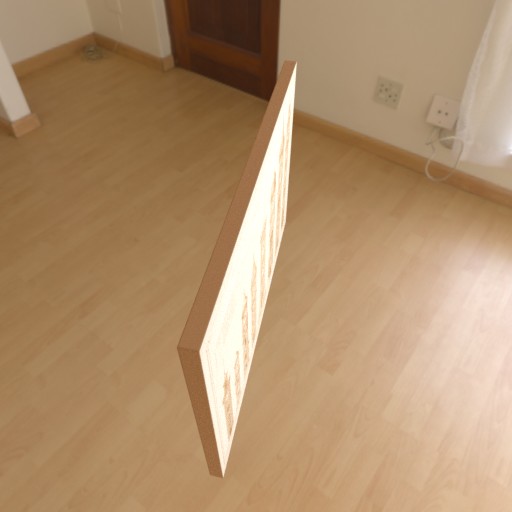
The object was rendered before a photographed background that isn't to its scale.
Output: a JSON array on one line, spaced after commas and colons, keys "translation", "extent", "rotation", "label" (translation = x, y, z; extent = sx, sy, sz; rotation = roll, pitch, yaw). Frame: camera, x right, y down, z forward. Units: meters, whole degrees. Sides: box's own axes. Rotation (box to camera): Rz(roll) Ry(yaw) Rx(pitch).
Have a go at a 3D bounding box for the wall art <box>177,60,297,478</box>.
[{"translation": [0.000, 0.000, 1.148], "extent": [0.033, 0.608, 0.915], "rotation": [9, 49, 8], "label": "wall art"}]
